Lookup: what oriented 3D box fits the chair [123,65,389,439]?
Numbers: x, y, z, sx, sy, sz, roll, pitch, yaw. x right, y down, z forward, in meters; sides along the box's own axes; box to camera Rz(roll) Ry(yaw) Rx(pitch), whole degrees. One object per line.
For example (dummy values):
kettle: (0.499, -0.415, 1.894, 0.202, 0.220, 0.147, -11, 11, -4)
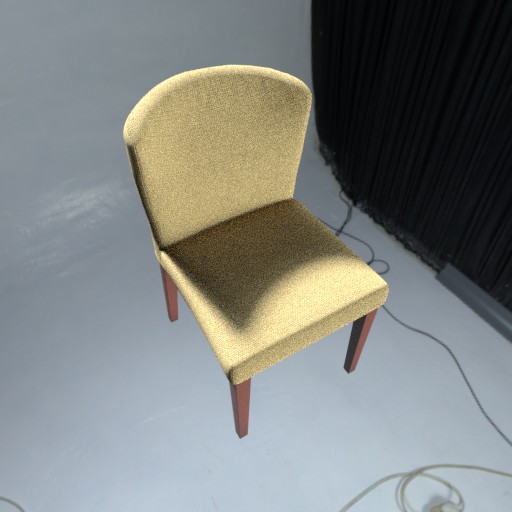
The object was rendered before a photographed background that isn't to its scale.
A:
chair: (0.000, 0.000, 1.233, 0.491, 0.839, 0.589, -24, 50, -21)
